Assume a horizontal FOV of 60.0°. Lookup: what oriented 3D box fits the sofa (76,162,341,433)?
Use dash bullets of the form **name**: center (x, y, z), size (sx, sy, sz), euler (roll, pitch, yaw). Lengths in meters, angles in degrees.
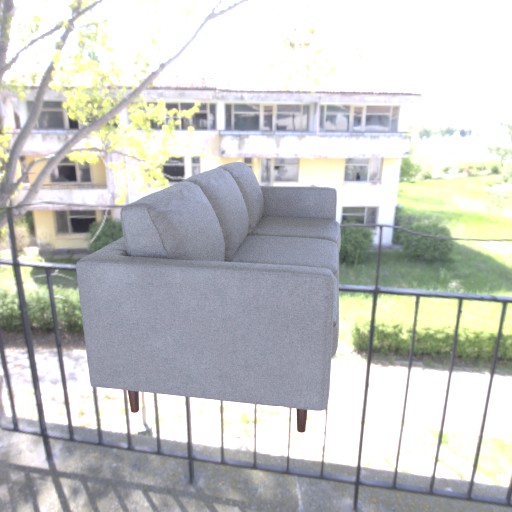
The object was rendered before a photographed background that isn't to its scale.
- **sofa**: center (0.000, 0.000, 2.483), size (0.944, 0.918, 1.983), euler (3, 17, 10)
